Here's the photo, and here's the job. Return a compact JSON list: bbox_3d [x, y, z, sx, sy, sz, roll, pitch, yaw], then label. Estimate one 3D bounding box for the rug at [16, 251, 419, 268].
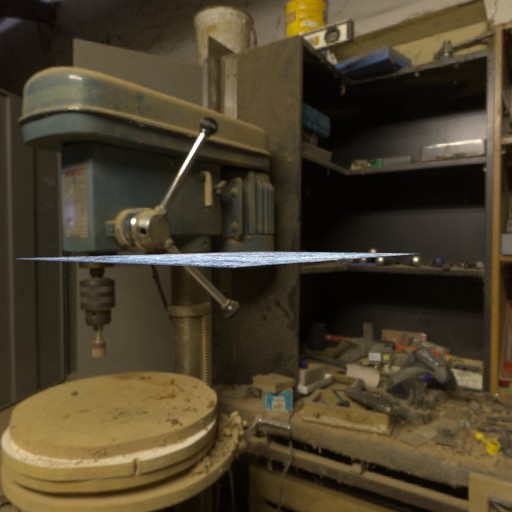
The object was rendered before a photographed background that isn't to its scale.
[{"bbox_3d":[0.000,0.000,3.002,1.525,0.007,2.440,1,2,35],"label":"rug"}]
